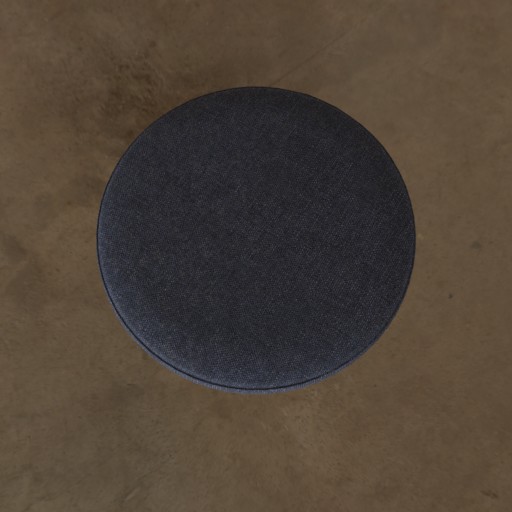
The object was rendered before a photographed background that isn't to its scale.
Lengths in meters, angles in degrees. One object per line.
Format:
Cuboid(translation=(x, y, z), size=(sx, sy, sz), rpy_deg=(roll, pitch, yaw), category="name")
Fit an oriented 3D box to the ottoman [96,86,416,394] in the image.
Cuboid(translation=(0.000, 0.000, 0.893), size=(0.520, 0.430, 0.520), rpy_deg=(0, 75, 0), category="ottoman")
